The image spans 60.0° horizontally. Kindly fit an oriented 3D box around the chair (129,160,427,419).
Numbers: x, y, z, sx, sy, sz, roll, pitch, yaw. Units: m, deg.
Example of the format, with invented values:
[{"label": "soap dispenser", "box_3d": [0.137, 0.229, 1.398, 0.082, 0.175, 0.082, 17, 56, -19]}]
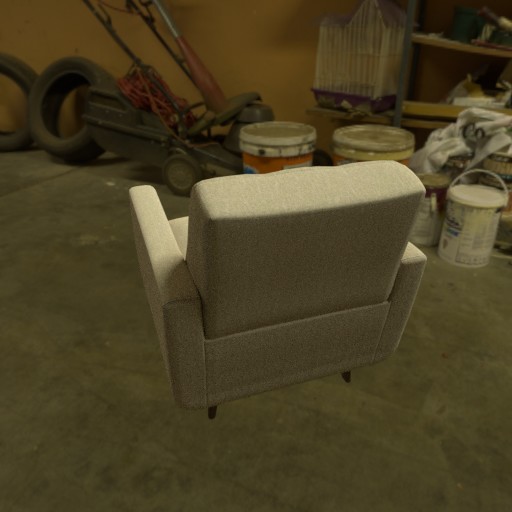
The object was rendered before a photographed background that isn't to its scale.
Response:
[{"label": "chair", "box_3d": [0.000, 0.000, 1.821, 0.897, 0.965, 1.128, -9, 29, -17]}]
